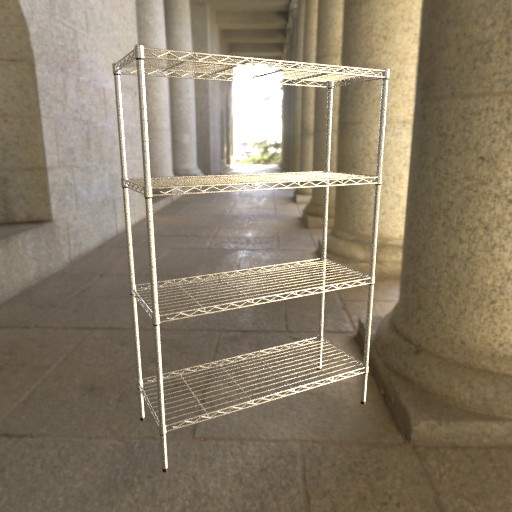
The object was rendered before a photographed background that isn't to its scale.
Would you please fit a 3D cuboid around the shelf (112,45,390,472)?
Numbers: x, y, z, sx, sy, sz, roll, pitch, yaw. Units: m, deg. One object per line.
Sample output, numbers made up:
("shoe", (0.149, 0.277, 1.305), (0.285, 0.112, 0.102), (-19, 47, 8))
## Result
("shelf", (0.000, 0.000, 1.707), (0.907, 1.360, 0.352), (-7, 16, -27))
